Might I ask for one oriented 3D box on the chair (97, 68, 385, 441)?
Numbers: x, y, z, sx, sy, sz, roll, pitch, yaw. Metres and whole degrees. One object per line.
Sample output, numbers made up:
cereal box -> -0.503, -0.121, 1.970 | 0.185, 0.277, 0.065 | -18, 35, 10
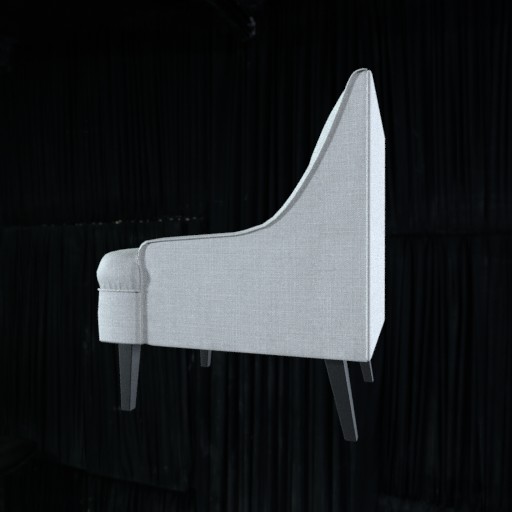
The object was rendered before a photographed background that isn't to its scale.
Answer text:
chair -> 0.000, 0.000, 1.436 | 0.772, 0.891, 0.658 | 0, 0, 19
